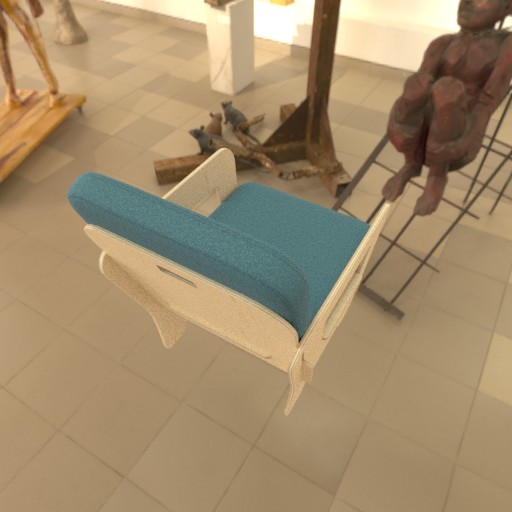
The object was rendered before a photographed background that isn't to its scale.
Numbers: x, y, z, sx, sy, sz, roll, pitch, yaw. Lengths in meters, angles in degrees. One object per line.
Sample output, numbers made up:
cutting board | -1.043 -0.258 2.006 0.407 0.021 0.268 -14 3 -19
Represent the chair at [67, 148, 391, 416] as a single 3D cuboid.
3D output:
chair | 0.000 0.000 1.182 0.547 0.747 0.657 23 51 21
